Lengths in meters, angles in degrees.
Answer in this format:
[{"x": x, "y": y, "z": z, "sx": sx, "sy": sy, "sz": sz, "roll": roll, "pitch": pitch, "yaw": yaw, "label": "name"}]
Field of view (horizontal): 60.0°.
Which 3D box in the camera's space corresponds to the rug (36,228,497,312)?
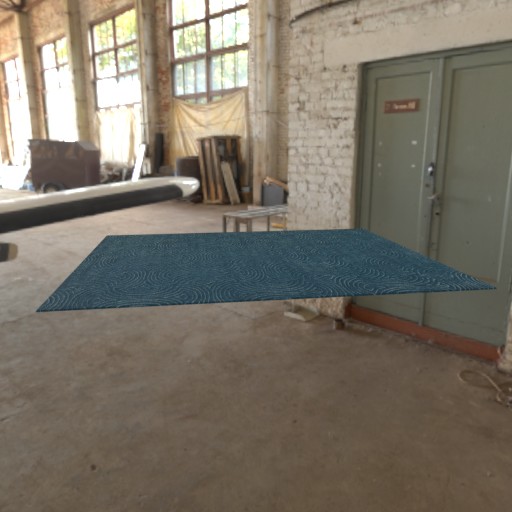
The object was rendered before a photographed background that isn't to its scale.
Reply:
[{"x": 0.000, "y": 0.000, "z": 4.040, "sx": 3.033, "sy": 0.012, "sz": 2.432, "roll": -2, "pitch": 14, "yaw": -8, "label": "rug"}]
